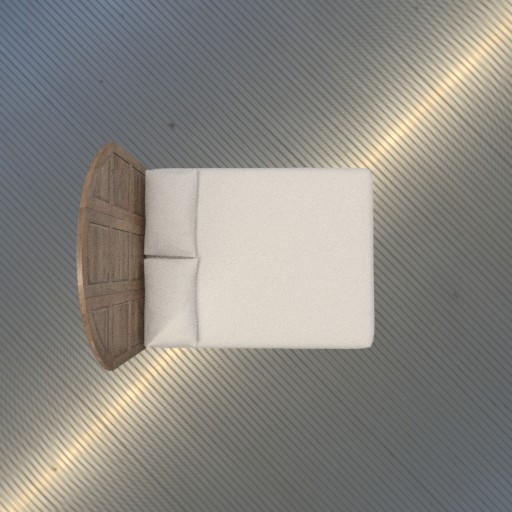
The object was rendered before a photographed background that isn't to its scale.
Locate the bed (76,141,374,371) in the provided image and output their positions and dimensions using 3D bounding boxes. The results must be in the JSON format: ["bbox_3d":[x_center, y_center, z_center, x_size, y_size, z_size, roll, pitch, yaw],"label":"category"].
[{"bbox_3d":[0.000,0.000,3.563,2.112,2.002,1.713,0,89,1],"label":"bed"}]
